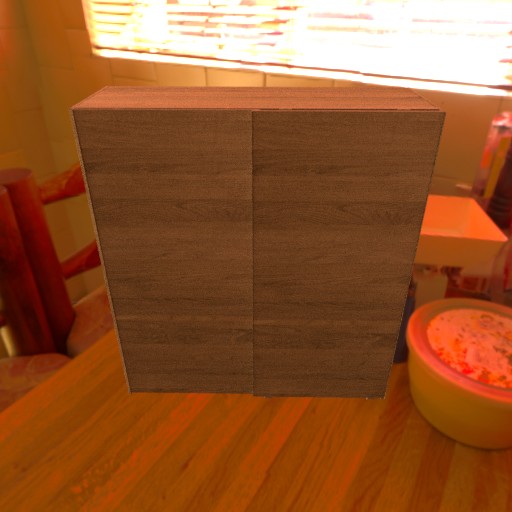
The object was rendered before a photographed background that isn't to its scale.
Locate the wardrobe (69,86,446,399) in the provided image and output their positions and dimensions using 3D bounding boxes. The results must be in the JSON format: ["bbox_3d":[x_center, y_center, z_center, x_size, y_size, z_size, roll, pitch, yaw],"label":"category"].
[{"bbox_3d":[0.000,0.000,2.838,1.780,1.960,0.629,0,31,1],"label":"wardrobe"}]
